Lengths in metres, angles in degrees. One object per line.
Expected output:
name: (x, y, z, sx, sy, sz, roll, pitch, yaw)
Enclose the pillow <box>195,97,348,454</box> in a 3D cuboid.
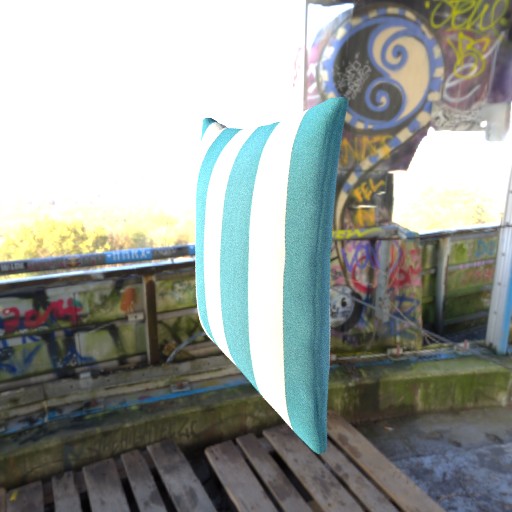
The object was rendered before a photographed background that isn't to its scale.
pillow: (0.000, 0.000, 0.837, 0.189, 0.526, 0.536, -7, 16, -25)
